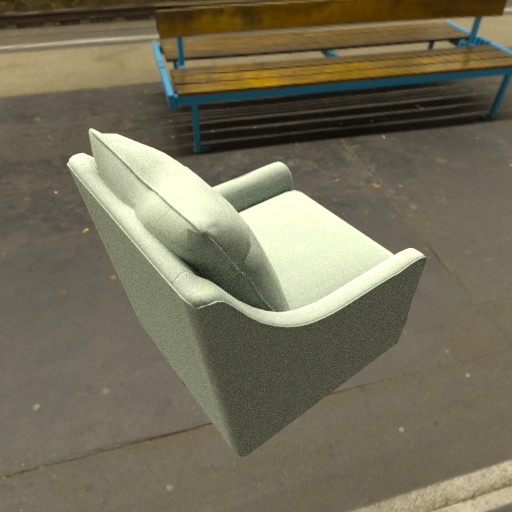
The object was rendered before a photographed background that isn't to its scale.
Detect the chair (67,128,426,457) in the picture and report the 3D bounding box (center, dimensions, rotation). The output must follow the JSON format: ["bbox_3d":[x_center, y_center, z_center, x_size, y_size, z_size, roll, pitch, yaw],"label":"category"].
[{"bbox_3d":[0.000,0.000,1.515,0.870,0.926,0.760,-27,48,-27],"label":"chair"}]
